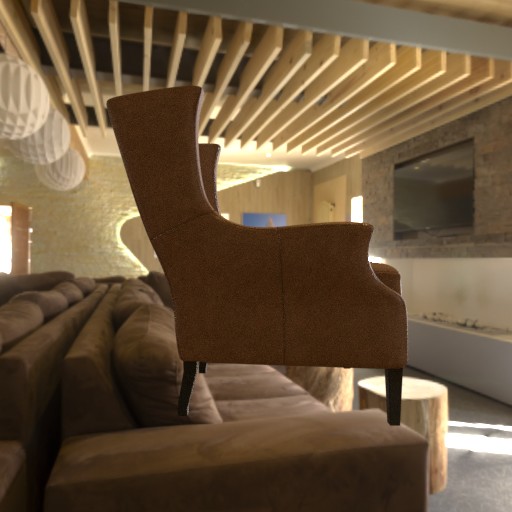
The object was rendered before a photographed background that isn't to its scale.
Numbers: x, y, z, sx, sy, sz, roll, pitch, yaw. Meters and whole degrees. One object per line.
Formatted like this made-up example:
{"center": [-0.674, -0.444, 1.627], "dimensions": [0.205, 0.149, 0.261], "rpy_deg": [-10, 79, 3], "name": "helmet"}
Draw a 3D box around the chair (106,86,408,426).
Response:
{"center": [0.000, 0.000, 1.681], "dimensions": [0.925, 1.016, 0.852], "rpy_deg": [0, 0, 0], "name": "chair"}
